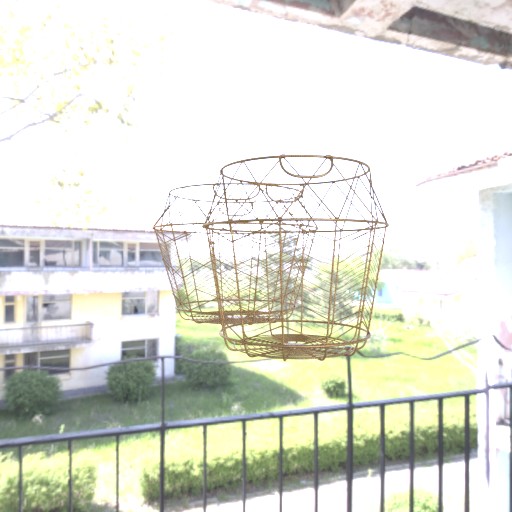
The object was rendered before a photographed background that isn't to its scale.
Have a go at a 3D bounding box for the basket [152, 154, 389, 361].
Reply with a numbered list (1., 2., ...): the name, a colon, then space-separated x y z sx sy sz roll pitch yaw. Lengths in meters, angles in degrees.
1. basket: 0.000 0.000 1.050 0.451 0.343 0.805 0 0 -18
